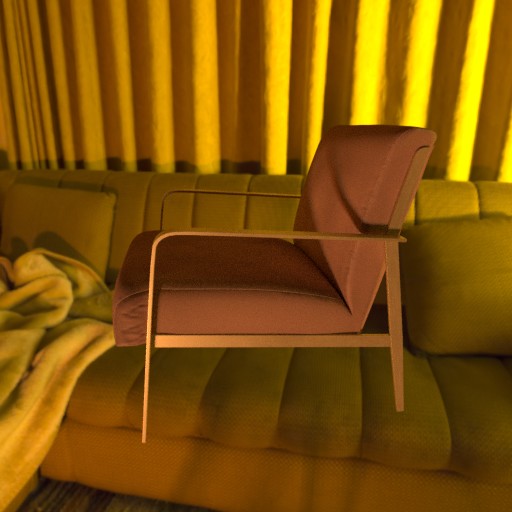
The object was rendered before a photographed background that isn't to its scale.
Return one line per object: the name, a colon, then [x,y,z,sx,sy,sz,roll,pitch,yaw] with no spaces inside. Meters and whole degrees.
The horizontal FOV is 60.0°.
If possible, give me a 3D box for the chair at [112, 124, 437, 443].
chair: [0.000,0.000,1.447,0.848,0.823,0.701,-3,17,-9]
